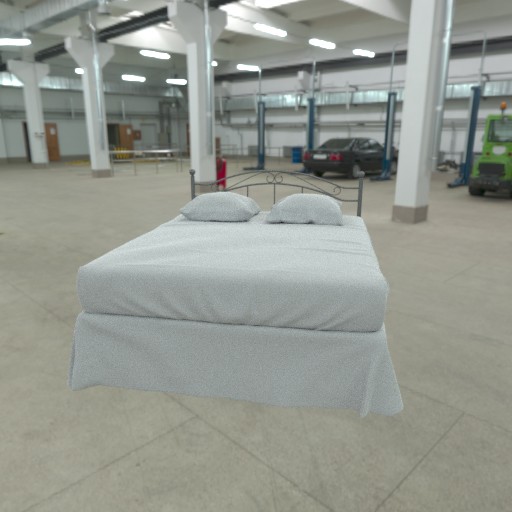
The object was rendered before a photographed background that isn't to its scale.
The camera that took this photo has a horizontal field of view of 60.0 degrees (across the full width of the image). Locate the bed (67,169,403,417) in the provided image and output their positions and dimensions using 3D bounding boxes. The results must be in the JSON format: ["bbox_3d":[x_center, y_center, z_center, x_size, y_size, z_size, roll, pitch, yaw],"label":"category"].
[{"bbox_3d":[0.000,0.000,3.252,1.936,1.080,2.215,3,16,9],"label":"bed"}]
